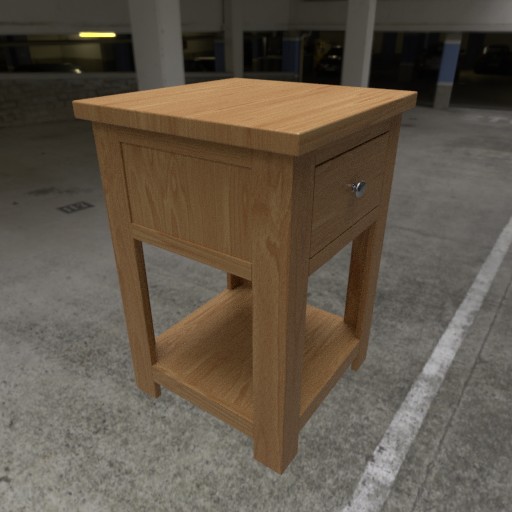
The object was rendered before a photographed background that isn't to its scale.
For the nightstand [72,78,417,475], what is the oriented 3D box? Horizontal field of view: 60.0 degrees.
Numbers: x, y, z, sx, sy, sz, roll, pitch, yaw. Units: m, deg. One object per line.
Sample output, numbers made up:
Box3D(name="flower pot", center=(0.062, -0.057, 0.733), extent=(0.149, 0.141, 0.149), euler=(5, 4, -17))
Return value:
Box3D(name="nightstand", center=(0.000, 0.000, 0.895), extent=(0.418, 0.614, 0.428), euler=(18, 32, 31))
